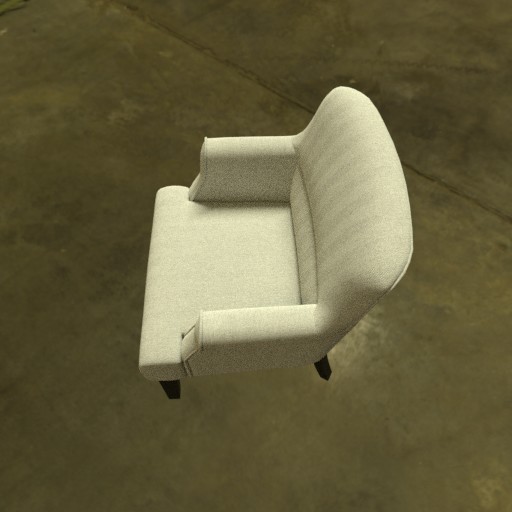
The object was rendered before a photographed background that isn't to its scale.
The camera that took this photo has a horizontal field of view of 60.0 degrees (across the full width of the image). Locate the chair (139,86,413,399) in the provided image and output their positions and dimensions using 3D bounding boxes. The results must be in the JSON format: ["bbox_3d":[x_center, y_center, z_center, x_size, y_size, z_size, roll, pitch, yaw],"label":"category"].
[{"bbox_3d":[0.000,0.000,1.488,0.750,0.875,0.781,-2,57,-1],"label":"chair"}]
